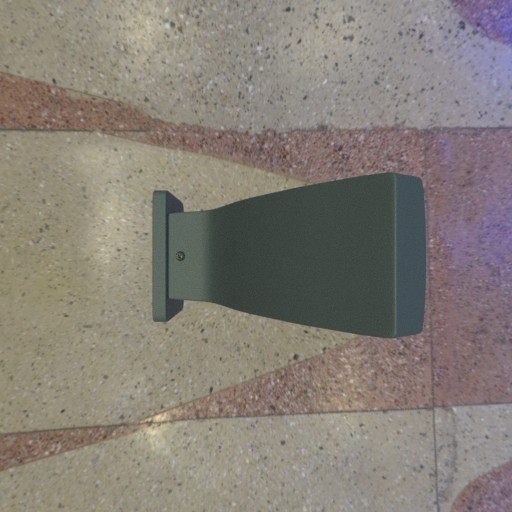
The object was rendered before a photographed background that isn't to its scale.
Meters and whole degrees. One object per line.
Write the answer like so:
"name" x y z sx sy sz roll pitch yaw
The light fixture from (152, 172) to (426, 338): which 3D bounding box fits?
"light fixture" 0.000 0.000 0.334 0.174 0.243 0.108 0 90 -1
